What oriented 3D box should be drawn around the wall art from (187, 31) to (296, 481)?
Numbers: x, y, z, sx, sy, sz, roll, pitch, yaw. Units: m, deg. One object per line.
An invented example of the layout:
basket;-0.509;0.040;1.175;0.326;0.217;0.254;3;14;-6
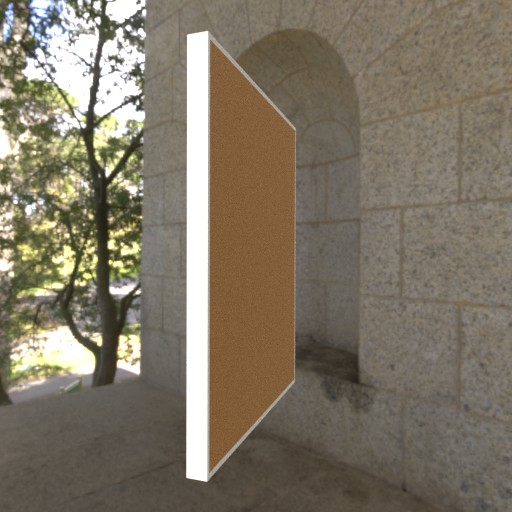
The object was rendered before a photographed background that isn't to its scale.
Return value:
wall art;0.000;0.000;0.754;0.030;0.549;0.443;0;0;19
